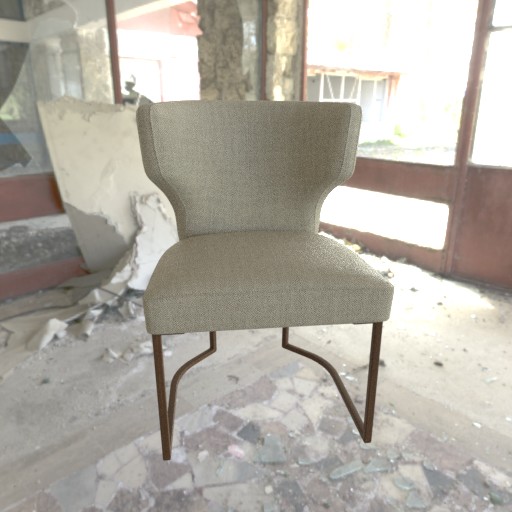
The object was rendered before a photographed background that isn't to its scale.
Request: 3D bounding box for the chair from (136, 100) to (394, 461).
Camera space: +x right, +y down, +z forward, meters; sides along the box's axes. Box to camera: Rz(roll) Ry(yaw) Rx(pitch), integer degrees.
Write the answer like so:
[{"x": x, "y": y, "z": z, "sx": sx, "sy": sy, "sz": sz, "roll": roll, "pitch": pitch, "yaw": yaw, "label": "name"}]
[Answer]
[{"x": 0.000, "y": 0.000, "z": 1.234, "sx": 0.611, "sy": 0.824, "sz": 0.617, "roll": -2, "pitch": 19, "yaw": -6, "label": "chair"}]
